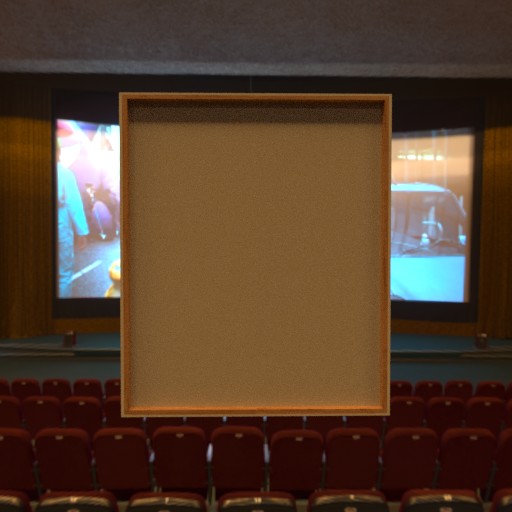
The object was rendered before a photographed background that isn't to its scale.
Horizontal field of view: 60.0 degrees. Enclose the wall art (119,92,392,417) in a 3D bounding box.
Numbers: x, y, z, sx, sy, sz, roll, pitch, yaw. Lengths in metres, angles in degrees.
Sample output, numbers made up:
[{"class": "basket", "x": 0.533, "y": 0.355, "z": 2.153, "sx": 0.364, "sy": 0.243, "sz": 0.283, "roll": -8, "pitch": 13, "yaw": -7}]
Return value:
[{"class": "wall art", "x": 0.000, "y": 0.000, "z": 0.848, "sx": 0.508, "sy": 0.606, "sz": 0.037, "roll": 0, "pitch": 1, "yaw": -1}]
